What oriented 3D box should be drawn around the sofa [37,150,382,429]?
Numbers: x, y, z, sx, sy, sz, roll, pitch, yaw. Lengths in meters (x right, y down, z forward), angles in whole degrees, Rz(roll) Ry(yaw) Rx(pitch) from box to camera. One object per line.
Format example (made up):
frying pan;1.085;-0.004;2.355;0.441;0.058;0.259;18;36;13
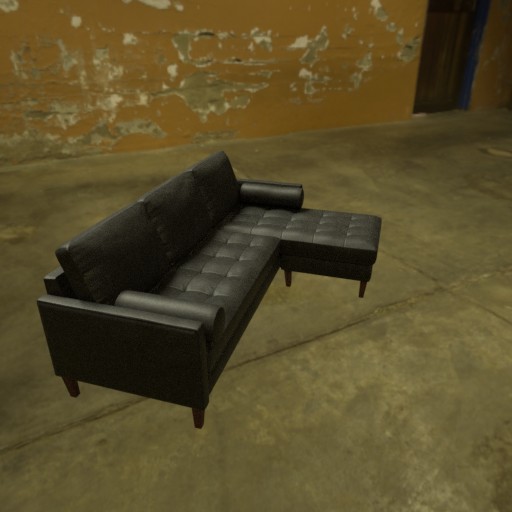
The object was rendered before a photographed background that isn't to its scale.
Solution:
sofa;0.000;0.000;2.864;1.497;0.876;2.178;8;27;15
